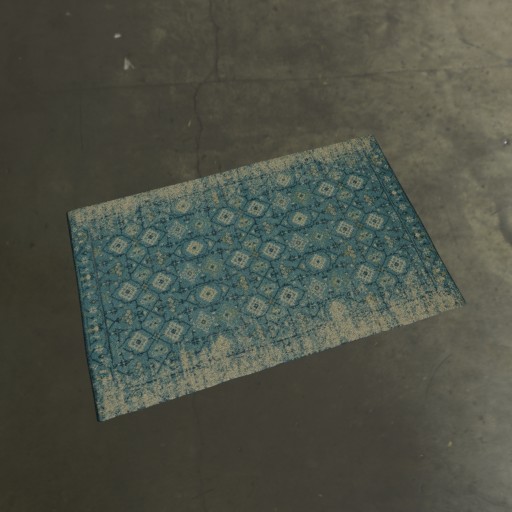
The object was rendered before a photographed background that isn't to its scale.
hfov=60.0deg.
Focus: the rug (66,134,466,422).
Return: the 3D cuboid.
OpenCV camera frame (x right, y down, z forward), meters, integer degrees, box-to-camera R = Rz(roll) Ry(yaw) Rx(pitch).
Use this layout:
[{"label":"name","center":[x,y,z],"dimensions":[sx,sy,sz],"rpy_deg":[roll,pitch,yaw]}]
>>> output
[{"label":"rug","center":[0.000,0.000,3.083],"dimensions":[2.449,0.015,1.530],"rpy_deg":[-16,65,-8]}]
